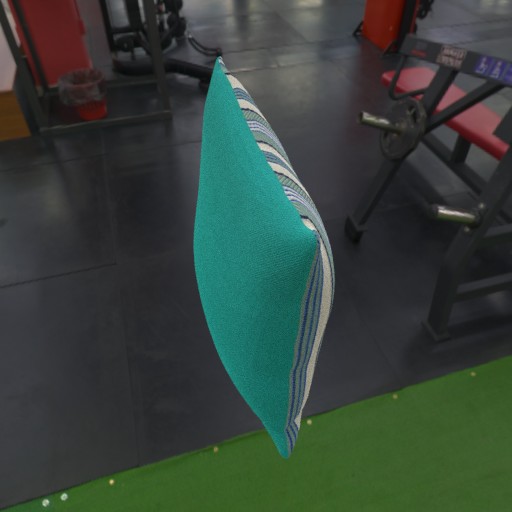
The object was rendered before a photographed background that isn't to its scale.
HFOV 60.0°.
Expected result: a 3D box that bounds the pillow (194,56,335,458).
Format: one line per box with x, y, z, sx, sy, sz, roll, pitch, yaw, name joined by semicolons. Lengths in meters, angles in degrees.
0.000;0.000;0.665;0.182;0.441;0.440;-10;46;-10;pillow
